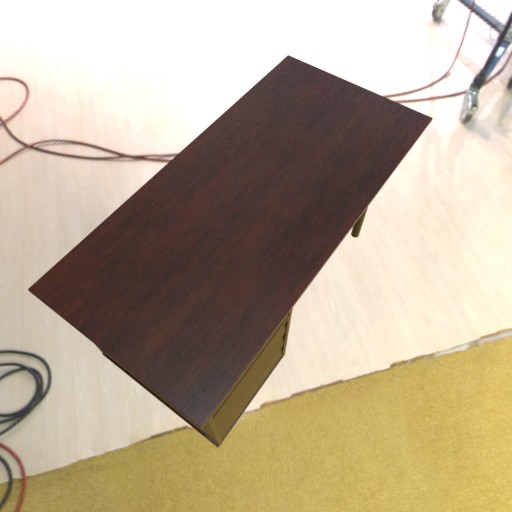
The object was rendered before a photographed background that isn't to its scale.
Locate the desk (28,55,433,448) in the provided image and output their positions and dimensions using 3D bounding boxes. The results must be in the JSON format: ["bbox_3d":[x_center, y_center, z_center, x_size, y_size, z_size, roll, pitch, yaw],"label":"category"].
[{"bbox_3d":[0.000,0.000,1.705,0.612,0.758,1.277,32,64,18],"label":"desk"}]
